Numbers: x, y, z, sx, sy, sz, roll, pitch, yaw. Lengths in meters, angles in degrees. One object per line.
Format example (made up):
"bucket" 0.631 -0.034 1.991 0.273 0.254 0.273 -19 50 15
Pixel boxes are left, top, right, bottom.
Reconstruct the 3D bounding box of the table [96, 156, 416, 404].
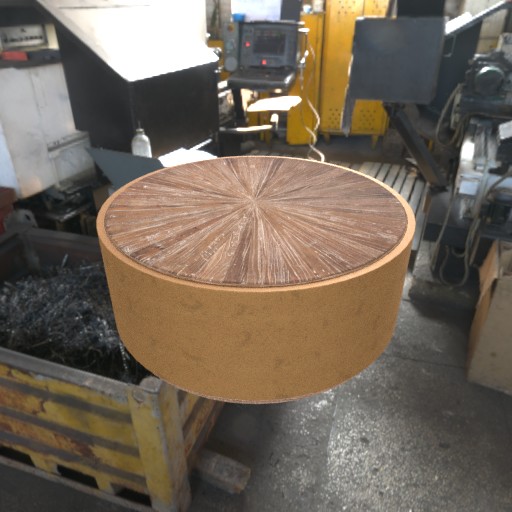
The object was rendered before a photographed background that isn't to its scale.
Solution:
"table" 0.000 0.000 1.555 1.001 0.409 1.001 0 31 0
